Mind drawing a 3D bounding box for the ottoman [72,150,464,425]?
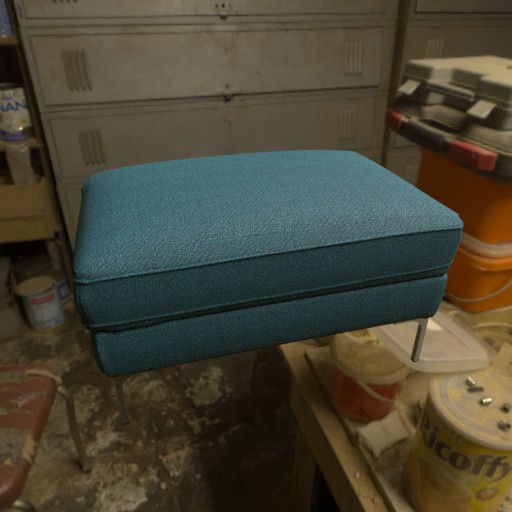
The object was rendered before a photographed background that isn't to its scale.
[{"bbox_3d":[0.000,0.000,1.192,0.856,0.498,0.563,-8,31,-14],"label":"ottoman"}]
